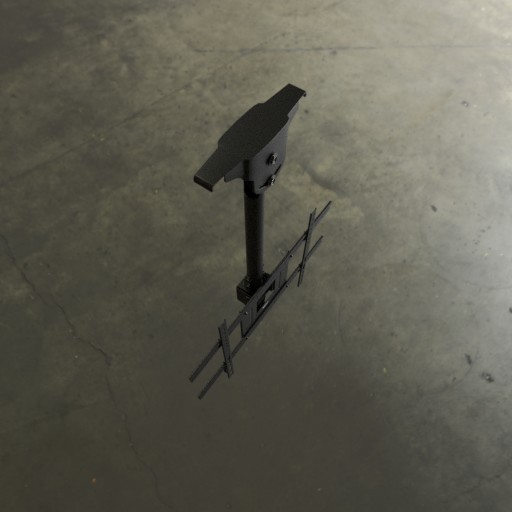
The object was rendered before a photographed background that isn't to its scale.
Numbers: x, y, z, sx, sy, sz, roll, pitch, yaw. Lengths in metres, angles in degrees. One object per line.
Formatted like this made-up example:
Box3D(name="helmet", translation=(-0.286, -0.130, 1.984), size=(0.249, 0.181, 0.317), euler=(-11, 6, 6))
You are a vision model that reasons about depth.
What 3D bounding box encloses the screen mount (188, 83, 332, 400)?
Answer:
Box3D(name="screen mount", translation=(0.000, 0.000, 1.029), size=(0.090, 0.775, 0.595), euler=(32, 65, 17))
